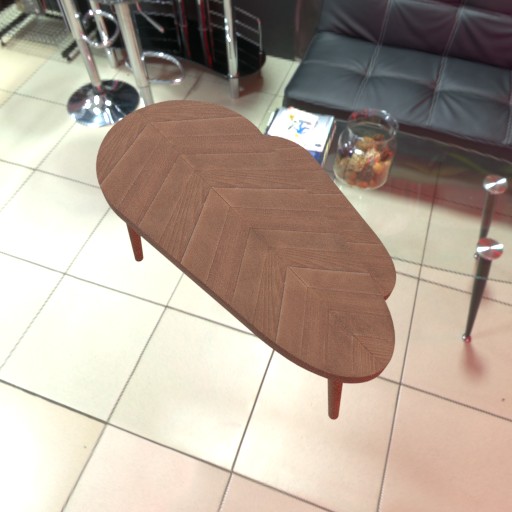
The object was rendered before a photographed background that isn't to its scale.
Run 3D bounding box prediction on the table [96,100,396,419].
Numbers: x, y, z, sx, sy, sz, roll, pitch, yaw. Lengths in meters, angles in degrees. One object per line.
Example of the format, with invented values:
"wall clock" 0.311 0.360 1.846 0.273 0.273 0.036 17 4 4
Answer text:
"table" 0.000 0.000 1.589 0.701 0.595 1.190 -33 63 -19
